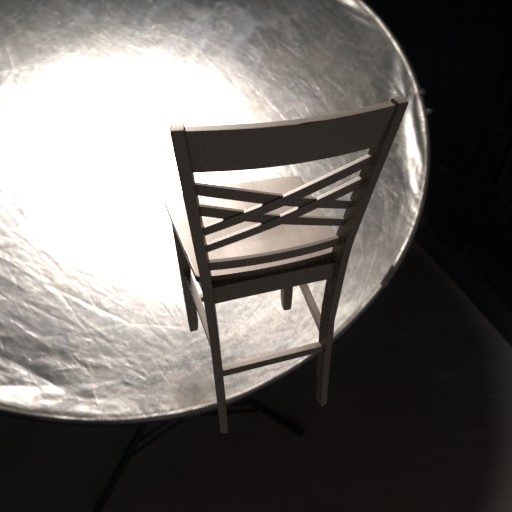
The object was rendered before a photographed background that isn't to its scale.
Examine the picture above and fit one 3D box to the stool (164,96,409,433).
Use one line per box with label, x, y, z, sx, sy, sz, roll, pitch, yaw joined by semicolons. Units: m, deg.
stool;0.000;0.000;1.333;0.462;1.079;0.539;-11;41;-13
